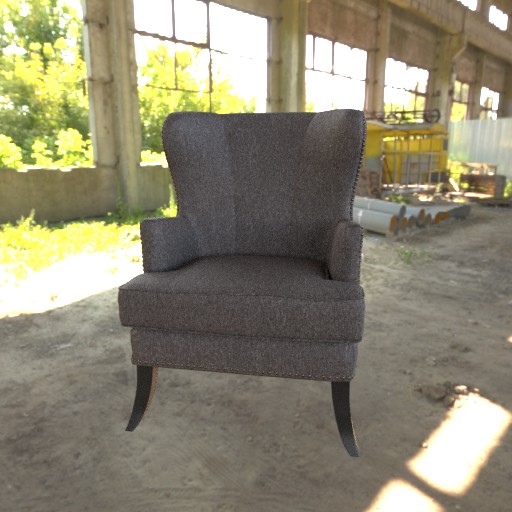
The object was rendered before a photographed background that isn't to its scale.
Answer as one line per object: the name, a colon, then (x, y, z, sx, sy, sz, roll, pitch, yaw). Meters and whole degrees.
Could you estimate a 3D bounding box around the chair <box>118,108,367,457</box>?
chair: (0.000, 0.000, 1.621, 0.759, 1.060, 0.758, 2, 13, 10)
